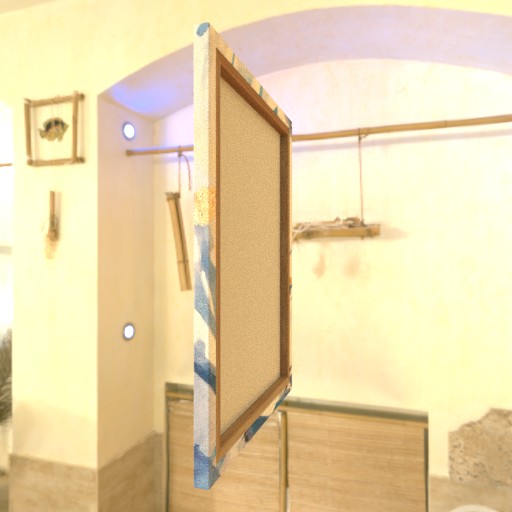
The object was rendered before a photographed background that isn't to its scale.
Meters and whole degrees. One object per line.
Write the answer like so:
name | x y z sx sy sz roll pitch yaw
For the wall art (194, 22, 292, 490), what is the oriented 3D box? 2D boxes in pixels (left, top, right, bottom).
wall art | 0.000 0.000 1.324 0.038 1.015 0.761 0 0 18
